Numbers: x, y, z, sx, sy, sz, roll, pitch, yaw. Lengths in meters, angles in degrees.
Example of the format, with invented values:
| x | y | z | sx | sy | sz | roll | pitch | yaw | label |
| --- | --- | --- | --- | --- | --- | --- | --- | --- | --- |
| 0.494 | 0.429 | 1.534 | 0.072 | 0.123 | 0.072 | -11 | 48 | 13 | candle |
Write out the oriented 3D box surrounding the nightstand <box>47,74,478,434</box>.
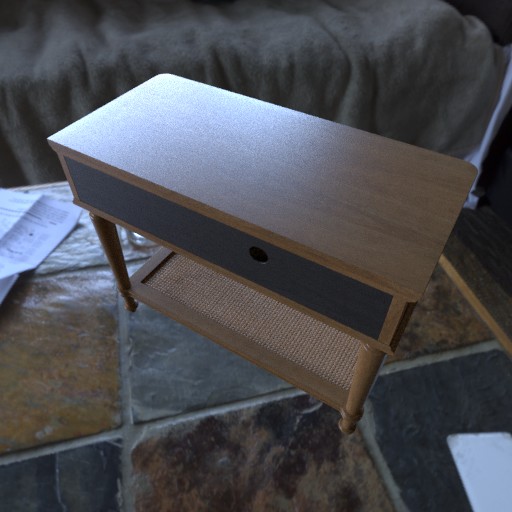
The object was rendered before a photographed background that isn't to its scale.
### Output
| x | y | z | sx | sy | sz | roll | pitch | yaw | label |
| --- | --- | --- | --- | --- | --- | --- | --- | --- | --- |
| 0.000 | 0.000 | 1.279 | 0.914 | 0.700 | 0.432 | 24 | 51 | 21 | nightstand |
